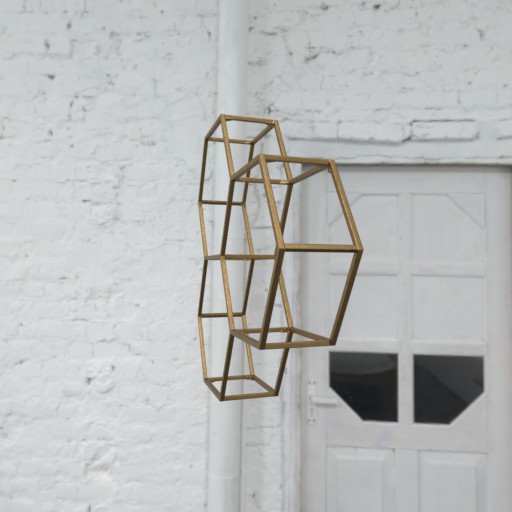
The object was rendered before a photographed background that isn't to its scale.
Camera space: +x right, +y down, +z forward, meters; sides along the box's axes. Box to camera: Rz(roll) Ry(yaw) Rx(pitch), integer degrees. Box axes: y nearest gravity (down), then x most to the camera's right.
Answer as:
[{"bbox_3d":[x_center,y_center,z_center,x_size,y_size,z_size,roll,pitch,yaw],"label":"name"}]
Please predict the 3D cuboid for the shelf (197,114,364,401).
[{"bbox_3d":[0.000,0.000,1.054,0.150,0.701,0.708,1,-2,-18],"label":"shelf"}]
